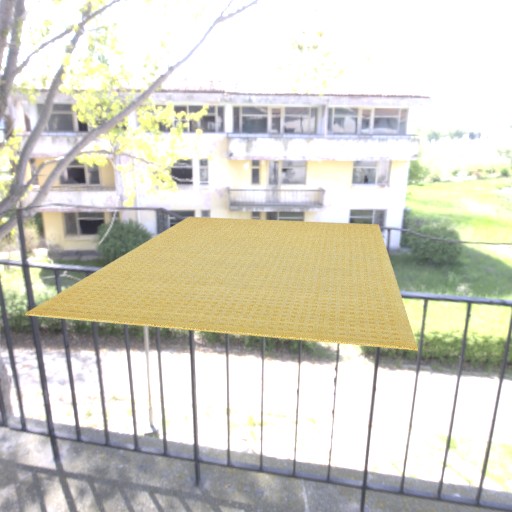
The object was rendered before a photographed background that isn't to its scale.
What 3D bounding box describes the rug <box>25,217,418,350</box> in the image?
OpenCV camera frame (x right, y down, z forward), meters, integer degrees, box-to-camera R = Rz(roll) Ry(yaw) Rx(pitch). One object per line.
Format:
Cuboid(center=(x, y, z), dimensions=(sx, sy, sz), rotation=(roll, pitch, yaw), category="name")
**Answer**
Cuboid(center=(0.000, 0.000, 4.237), dimensions=(2.486, 0.015, 3.242), rotation=(3, 17, 11), category="rug")
